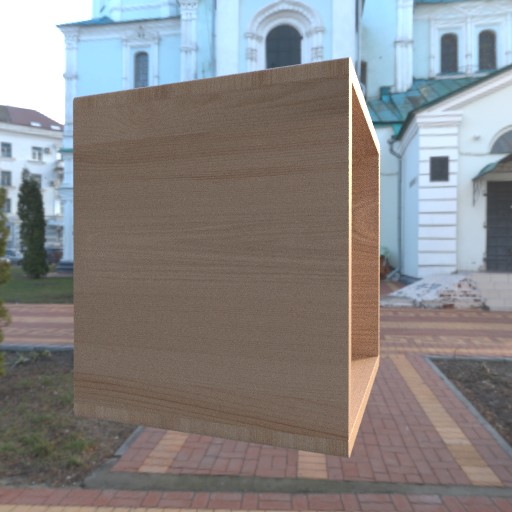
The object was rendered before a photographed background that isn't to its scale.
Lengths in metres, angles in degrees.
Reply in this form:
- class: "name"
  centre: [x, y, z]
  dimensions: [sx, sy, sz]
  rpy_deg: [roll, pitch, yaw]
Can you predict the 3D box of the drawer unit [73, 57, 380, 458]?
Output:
- class: "drawer unit"
  centre: [0.000, 0.000, 0.585]
  dimensions: [0.290, 0.344, 0.344]
  rpy_deg: [0, 1, 20]
